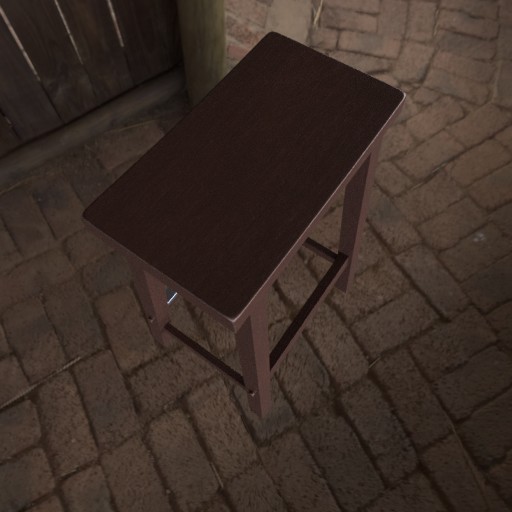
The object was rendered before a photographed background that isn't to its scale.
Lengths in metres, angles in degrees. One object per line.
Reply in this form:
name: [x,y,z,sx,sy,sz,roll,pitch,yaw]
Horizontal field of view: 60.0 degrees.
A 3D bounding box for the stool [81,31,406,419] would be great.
stool: [0.000,0.000,0.839,0.322,0.610,0.406,32,68,15]
